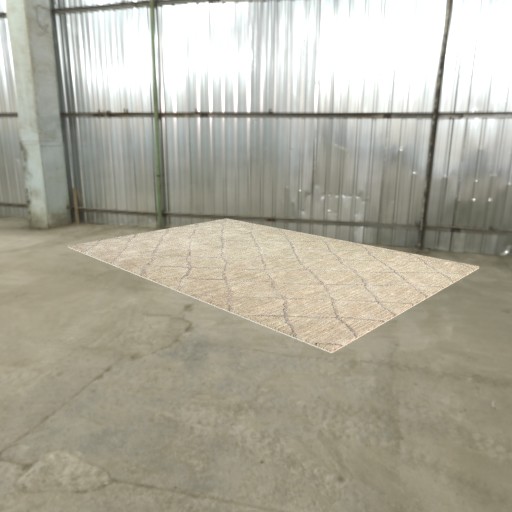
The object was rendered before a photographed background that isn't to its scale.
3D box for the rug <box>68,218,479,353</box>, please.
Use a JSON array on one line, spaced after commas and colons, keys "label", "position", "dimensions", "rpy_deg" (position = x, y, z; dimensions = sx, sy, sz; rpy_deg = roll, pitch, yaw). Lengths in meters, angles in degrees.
[{"label": "rug", "position": [0.000, 0.000, 2.919], "dimensions": [2.280, 0.015, 1.521], "rpy_deg": [14, 21, 43]}]
